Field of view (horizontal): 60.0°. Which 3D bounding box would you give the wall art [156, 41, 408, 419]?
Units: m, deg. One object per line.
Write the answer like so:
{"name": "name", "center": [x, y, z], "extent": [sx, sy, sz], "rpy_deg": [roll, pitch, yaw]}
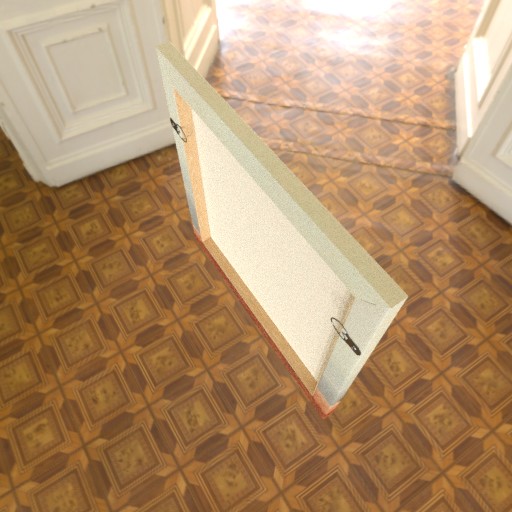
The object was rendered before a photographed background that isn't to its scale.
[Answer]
{"name": "wall art", "center": [0.000, 0.000, 0.607], "extent": [0.023, 0.405, 0.405], "rpy_deg": [-29, 63, -17]}
